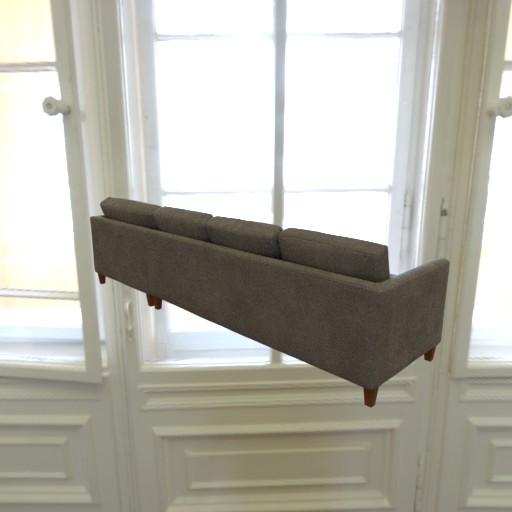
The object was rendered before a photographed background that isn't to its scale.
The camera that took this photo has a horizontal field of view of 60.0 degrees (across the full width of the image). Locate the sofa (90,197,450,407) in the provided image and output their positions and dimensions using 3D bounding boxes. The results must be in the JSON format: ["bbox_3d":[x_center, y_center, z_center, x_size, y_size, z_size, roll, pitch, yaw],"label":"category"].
[{"bbox_3d":[0.000,0.000,4.128,3.471,0.950,1.604,14,20,43],"label":"sofa"}]
